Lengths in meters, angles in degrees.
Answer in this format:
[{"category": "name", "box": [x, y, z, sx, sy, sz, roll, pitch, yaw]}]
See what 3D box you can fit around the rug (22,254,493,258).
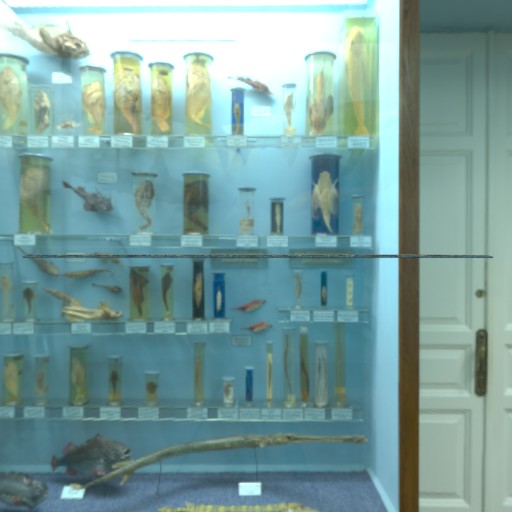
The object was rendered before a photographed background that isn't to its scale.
[{"category": "rug", "box": [0.000, 0.000, 2.495, 2.292, 0.014, 0.685, 0, 0, 2]}]
